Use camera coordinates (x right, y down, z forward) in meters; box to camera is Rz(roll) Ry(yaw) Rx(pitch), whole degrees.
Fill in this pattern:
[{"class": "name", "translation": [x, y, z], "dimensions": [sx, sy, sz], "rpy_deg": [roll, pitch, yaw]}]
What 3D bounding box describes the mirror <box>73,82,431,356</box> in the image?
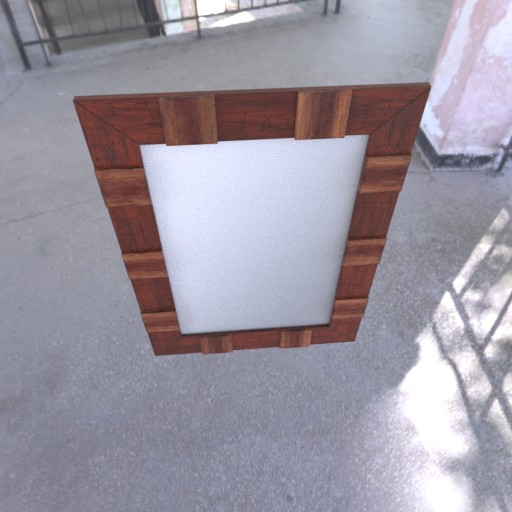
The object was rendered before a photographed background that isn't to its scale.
[{"class": "mirror", "translation": [0.000, 0.000, 1.036], "dimensions": [0.600, 0.805, 0.021], "rpy_deg": [-3, 47, -3]}]
